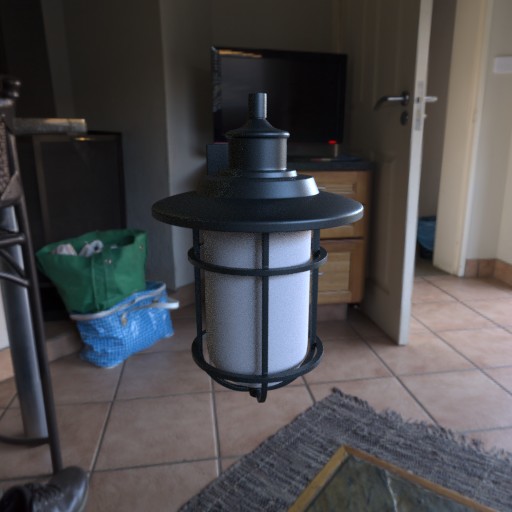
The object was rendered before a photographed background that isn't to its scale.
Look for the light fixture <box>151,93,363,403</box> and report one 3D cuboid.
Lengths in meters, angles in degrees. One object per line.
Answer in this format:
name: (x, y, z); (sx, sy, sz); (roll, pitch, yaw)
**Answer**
light fixture: (0.000, 0.000, 0.503); (0.222, 0.345, 0.252); (-2, 15, -6)
